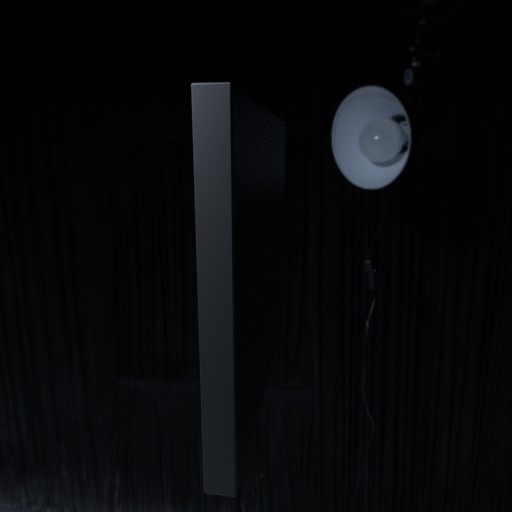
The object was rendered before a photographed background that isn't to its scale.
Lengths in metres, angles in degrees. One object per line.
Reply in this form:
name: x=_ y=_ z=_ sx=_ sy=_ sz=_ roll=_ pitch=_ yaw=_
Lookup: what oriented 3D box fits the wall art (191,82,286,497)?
wall art: x=0.000 y=0.000 z=0.521 sx=0.028 sy=0.330 sz=0.380 roll=2 pitch=13 yaw=9
